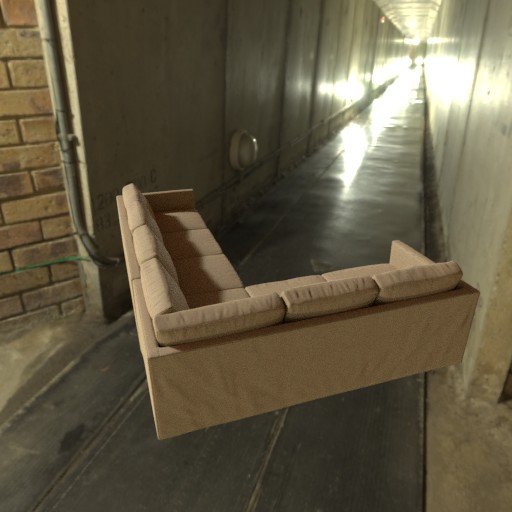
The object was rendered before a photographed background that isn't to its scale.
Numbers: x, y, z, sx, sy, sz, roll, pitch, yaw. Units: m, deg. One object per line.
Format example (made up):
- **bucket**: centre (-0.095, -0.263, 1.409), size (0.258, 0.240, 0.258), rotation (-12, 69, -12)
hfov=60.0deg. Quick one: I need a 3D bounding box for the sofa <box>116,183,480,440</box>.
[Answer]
- **sofa**: centre (0.000, 0.000, 4.361), size (2.432, 0.871, 3.182), rotation (-8, 27, -17)
